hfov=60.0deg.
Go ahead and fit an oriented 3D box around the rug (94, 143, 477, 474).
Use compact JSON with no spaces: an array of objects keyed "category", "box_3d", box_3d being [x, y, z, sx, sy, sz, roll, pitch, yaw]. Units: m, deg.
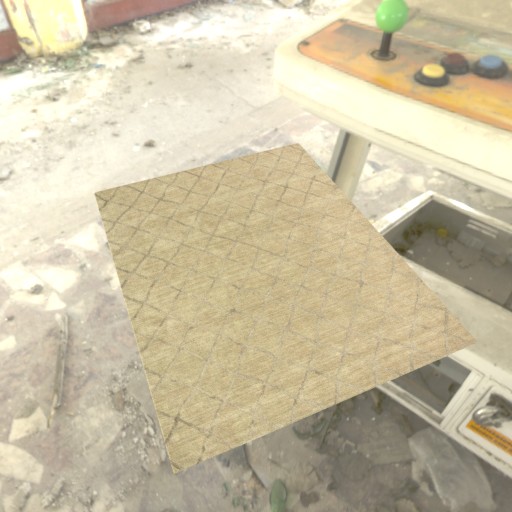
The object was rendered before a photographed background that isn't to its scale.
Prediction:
[{"category":"rug","box_3d":[0.000,0.000,4.053,2.420,0.019,3.038,-17,49,-16]}]
